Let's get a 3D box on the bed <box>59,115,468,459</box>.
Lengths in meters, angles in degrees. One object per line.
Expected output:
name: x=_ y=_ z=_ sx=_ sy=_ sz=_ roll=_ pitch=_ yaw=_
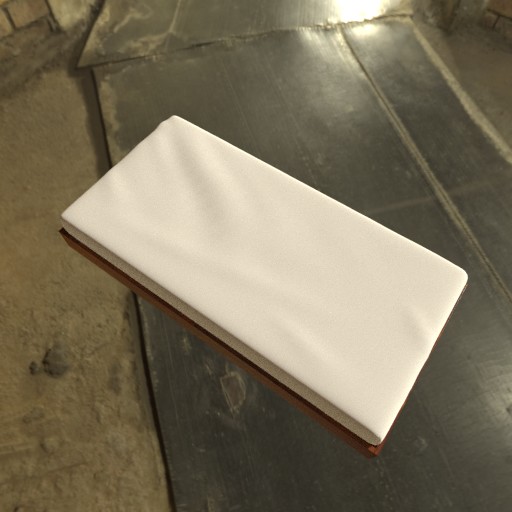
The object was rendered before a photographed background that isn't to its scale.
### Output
bed: x=0.000 y=0.000 z=2.230 sx=1.860 sy=0.312 sz=0.940 roll=32 pitch=65 yaw=17
